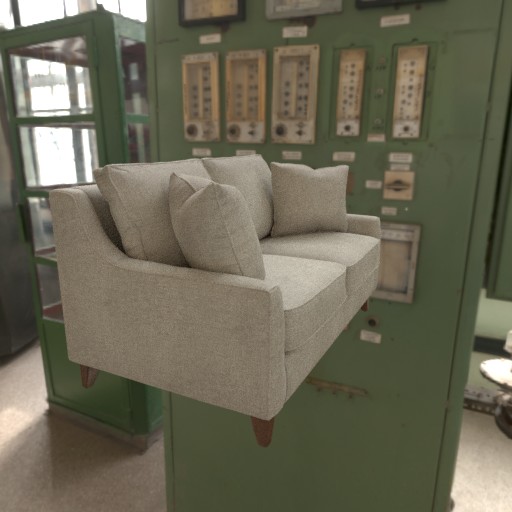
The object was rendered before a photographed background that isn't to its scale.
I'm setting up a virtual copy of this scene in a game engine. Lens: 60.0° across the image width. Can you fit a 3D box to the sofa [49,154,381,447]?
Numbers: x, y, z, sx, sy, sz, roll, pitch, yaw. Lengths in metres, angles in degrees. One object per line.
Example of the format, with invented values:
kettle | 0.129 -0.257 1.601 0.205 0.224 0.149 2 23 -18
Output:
sofa | 0.000 0.000 2.024 0.915 0.863 1.422 8 17 26
